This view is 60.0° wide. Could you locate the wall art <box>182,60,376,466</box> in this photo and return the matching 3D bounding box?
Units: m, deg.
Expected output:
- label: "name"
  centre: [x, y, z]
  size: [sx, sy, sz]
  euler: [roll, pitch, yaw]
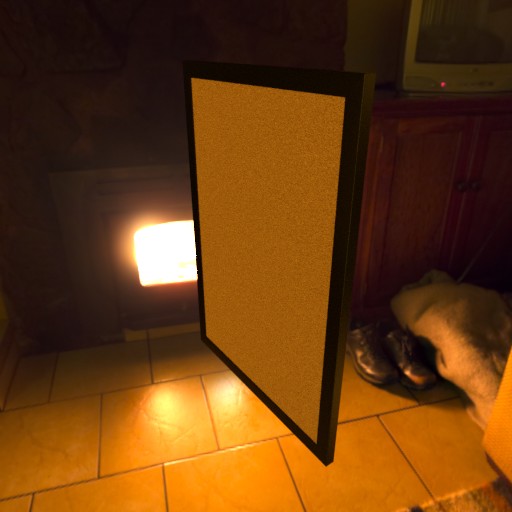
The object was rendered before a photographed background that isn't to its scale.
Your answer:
- label: "wall art"
  centre: [0.000, 0.000, 0.546]
  size: [0.013, 0.432, 0.304]
  euler: [-17, 31, -31]
